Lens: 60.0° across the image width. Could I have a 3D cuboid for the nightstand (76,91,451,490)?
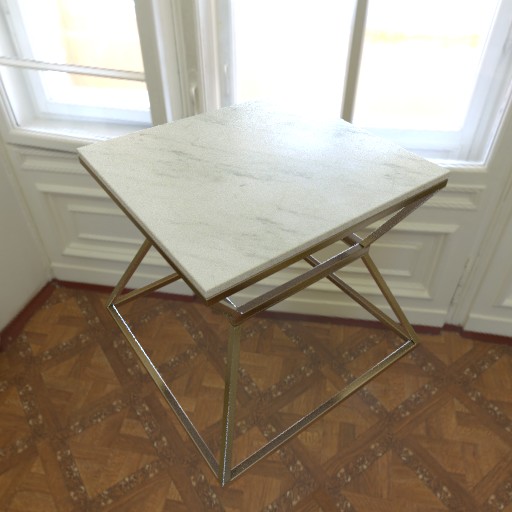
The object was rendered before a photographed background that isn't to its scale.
[{"bbox_3d":[0.000,0.000,0.880,0.513,0.426,0.514,-25,47,-27],"label":"nightstand"}]
